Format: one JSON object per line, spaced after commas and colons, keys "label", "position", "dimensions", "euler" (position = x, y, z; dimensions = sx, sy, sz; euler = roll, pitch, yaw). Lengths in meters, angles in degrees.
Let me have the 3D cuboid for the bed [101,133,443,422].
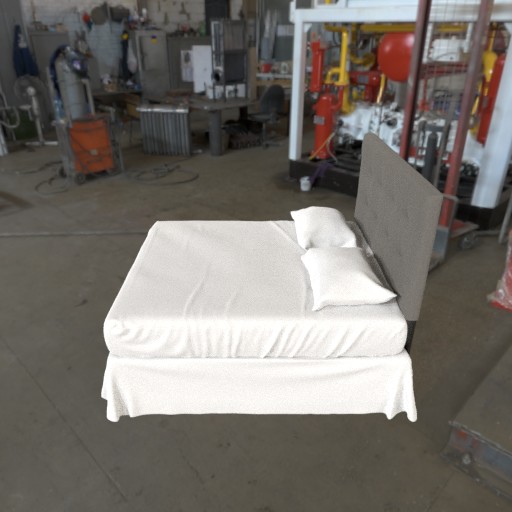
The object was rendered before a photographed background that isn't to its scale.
{"label": "bed", "position": [0.000, 0.000, 3.477], "dimensions": [2.222, 1.577, 1.936], "euler": [0, 27, 0]}
